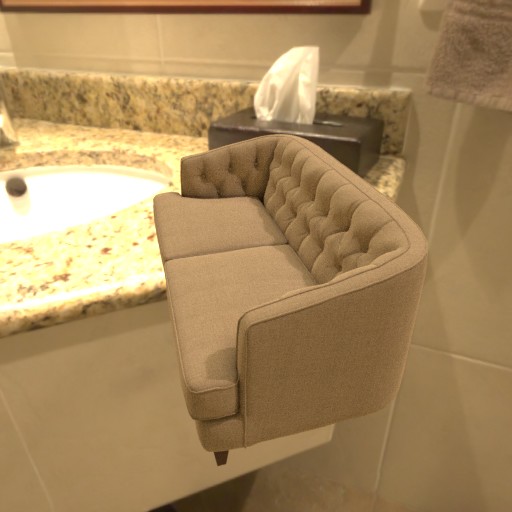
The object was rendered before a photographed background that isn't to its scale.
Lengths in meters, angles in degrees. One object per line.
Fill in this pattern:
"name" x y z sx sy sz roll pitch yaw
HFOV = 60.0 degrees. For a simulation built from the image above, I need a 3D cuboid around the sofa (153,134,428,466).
"sofa" 0.000 0.000 2.247 0.941 0.855 1.733 -8 31 -13
